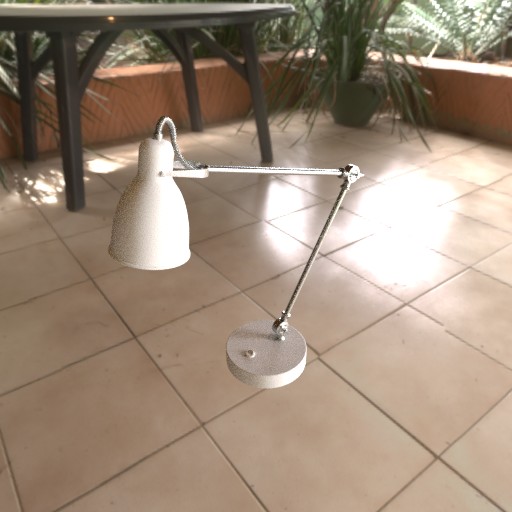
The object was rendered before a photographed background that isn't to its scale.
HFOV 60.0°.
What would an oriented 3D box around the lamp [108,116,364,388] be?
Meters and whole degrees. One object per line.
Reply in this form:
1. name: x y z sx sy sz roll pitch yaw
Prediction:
1. lamp: 0.000 0.000 0.878 0.561 0.587 0.187 -22 38 -31
